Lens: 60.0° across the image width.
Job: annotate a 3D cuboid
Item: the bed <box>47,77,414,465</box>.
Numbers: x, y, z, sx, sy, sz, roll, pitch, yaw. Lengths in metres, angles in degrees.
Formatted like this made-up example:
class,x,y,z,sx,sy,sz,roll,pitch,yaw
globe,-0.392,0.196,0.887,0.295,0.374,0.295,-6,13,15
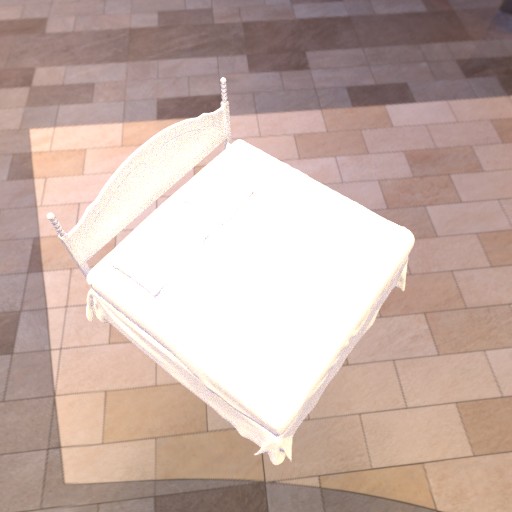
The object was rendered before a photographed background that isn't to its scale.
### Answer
class,x,y,z,sx,sy,sz,roll,pitch,yaw
bed,0.000,0.000,3.659,2.219,1.355,2.322,33,64,19
